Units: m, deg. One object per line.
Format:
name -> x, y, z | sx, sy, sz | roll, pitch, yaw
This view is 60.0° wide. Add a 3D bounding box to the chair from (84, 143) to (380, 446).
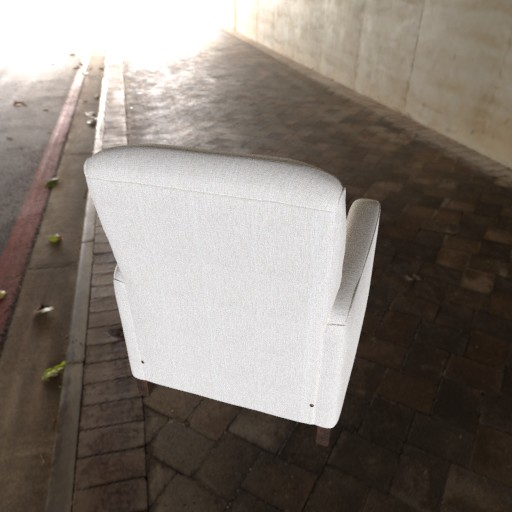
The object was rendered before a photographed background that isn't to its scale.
chair -> 0.000, 0.000, 1.645 | 0.841, 1.028, 0.858 | 10, 34, 15
